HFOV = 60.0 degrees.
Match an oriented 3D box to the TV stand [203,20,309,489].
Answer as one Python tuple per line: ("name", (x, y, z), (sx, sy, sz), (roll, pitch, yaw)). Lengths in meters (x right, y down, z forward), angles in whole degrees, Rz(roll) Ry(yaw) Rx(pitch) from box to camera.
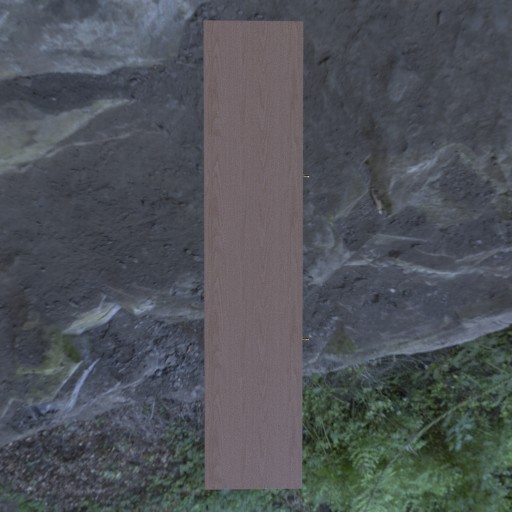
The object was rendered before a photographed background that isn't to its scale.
("TV stand", (0.000, 0.000, 1.956), (0.400, 0.580, 1.760), (0, 91, -1))
